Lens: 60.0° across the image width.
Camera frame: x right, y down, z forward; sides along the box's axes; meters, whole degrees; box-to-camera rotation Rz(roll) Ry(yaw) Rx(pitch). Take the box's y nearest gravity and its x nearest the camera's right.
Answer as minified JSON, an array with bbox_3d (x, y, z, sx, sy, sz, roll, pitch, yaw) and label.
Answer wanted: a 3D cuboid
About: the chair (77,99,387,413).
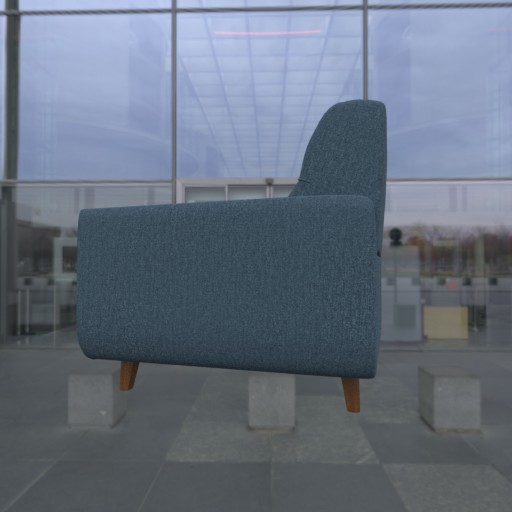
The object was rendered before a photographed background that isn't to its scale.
[{"bbox_3d":[0.000,0.000,1.694,0.964,0.940,0.880,0,-1,17],"label":"chair"}]
